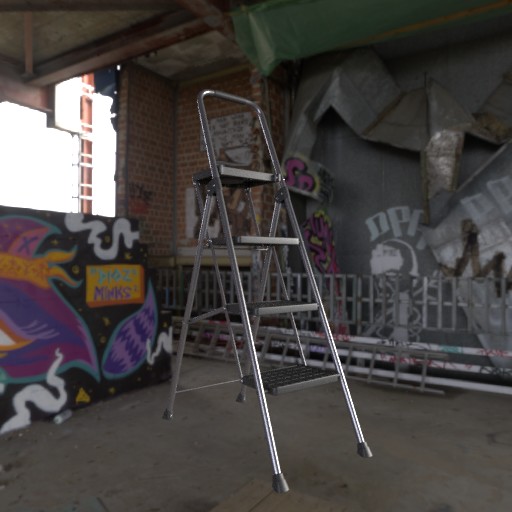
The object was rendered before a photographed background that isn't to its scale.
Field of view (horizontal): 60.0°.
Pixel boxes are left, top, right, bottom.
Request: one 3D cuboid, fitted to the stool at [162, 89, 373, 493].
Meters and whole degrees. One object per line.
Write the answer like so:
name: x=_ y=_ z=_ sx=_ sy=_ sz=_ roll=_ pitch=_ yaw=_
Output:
stool: x=0.000 y=0.000 z=1.595 sx=0.396 sy=1.277 sz=0.733 roll=1 pitch=-1 yaw=-37
